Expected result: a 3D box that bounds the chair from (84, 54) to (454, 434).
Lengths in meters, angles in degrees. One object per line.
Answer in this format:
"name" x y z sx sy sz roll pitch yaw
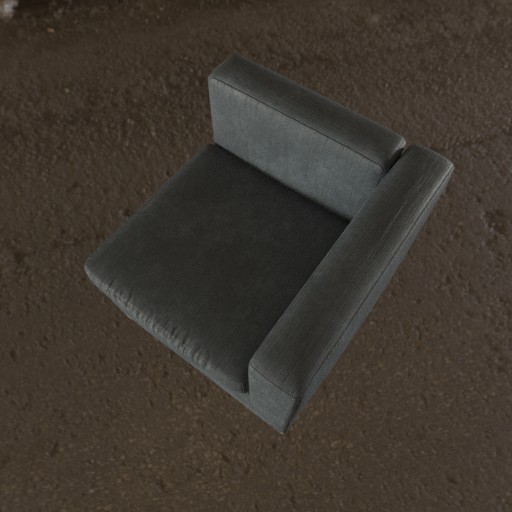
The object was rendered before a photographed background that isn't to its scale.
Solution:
"chair" 0.000 0.000 1.243 0.680 0.660 0.680 33 67 16
